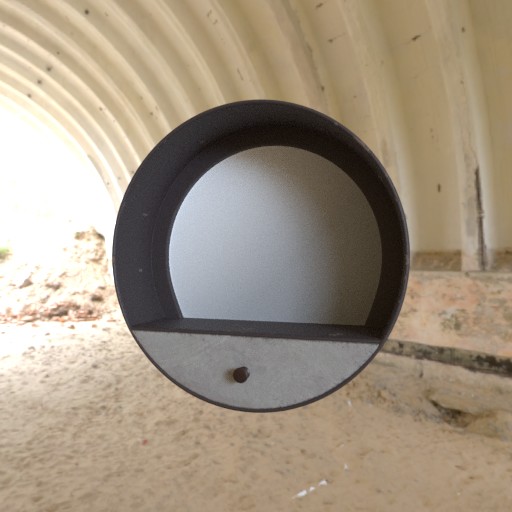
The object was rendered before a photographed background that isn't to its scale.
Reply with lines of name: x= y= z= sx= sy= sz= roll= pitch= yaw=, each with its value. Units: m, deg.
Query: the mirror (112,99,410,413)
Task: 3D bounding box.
mirror: x=0.000 y=0.000 z=0.590 sx=0.386 sy=0.386 sz=0.126 roll=0 pitch=0 yaw=18
